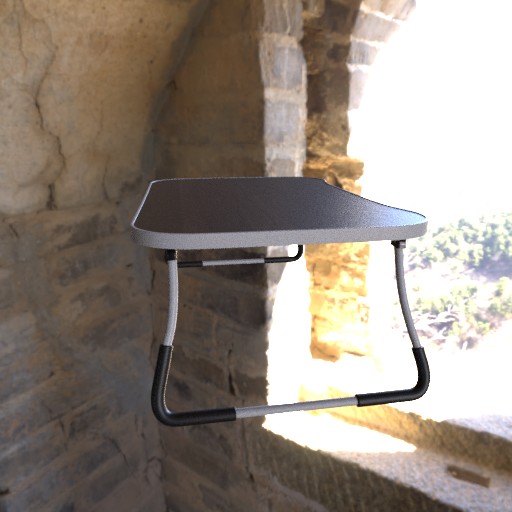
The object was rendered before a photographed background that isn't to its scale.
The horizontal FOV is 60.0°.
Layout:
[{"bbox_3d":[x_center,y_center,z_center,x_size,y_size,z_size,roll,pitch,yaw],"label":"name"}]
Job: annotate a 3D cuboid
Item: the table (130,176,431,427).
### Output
[{"bbox_3d":[0.000,0.000,0.838,0.400,0.232,0.660,-3,16,-9],"label":"table"}]
